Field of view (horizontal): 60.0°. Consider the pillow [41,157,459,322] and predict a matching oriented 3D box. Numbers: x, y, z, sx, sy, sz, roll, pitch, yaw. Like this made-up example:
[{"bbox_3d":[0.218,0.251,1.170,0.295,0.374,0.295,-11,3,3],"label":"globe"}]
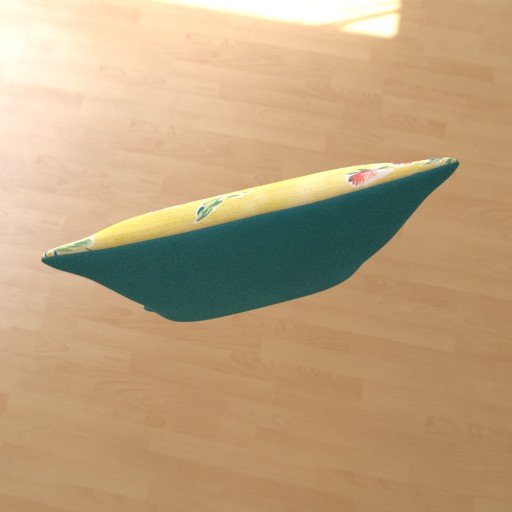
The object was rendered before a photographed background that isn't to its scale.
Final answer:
[{"bbox_3d":[0.000,0.000,0.781,0.525,0.508,0.166,-14,76,-3],"label":"pillow"}]
